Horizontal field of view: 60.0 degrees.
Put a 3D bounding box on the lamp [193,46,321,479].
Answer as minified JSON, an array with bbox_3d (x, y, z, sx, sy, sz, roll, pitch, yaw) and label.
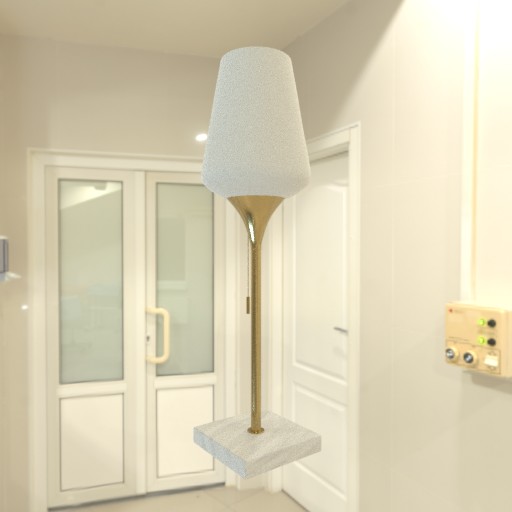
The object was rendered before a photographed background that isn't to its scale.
[{"bbox_3d":[0.000,0.000,0.736,0.181,0.639,0.181,-1,1,-37],"label":"lamp"}]
